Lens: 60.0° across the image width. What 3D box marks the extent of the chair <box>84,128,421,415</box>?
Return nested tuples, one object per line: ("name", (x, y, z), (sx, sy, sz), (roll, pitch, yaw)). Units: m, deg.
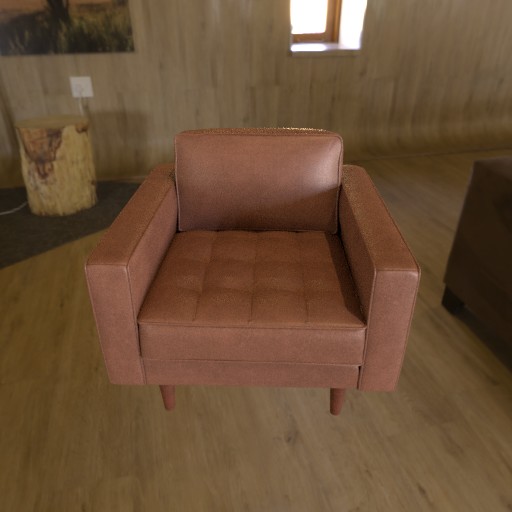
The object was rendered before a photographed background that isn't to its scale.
("chair", (0.000, 0.000, 1.594), (0.920, 0.770, 0.900), (1, 30, 2))
